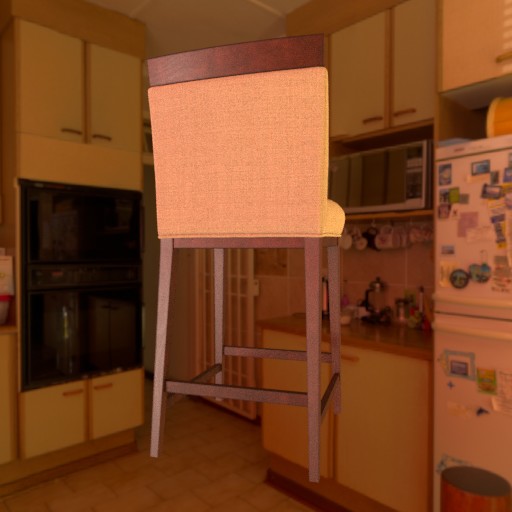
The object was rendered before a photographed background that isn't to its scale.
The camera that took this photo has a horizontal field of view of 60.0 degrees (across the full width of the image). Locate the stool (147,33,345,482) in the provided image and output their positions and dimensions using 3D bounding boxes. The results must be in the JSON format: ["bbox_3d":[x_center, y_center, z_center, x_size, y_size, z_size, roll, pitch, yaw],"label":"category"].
[{"bbox_3d":[0.000,0.000,1.265,0.463,1.011,0.480,0,1,17],"label":"stool"}]
